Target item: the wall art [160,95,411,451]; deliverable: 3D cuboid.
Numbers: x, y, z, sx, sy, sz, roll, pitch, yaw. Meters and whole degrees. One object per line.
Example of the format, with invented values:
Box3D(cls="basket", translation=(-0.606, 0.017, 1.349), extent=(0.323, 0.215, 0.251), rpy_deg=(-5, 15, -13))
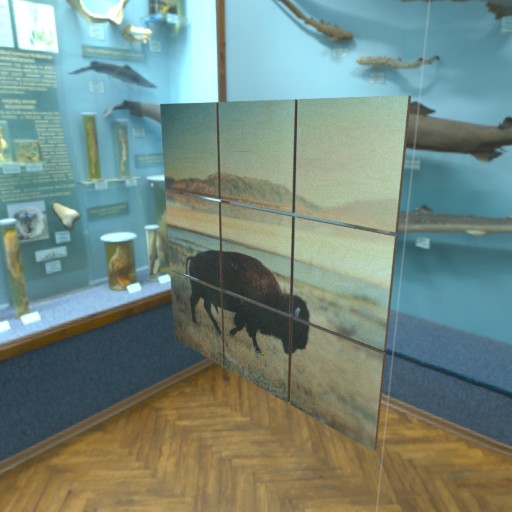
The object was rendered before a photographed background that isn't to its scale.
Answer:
Box3D(cls="wall art", translation=(0.000, 0.000, 1.367), extent=(0.906, 0.904, 0.018), rpy_deg=(16, 24, 42))
